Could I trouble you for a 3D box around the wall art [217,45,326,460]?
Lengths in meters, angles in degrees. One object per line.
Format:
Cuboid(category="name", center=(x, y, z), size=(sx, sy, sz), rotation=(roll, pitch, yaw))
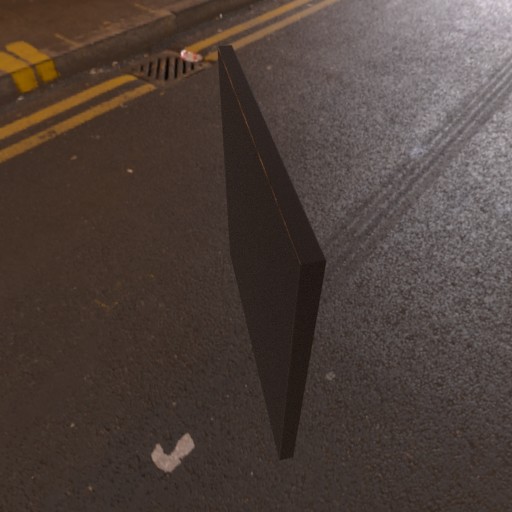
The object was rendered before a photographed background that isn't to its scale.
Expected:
Cuboid(category="wall art", center=(0.000, 0.000, 1.142), size=(0.038, 0.762, 0.762), rotation=(-9, 47, -8))
